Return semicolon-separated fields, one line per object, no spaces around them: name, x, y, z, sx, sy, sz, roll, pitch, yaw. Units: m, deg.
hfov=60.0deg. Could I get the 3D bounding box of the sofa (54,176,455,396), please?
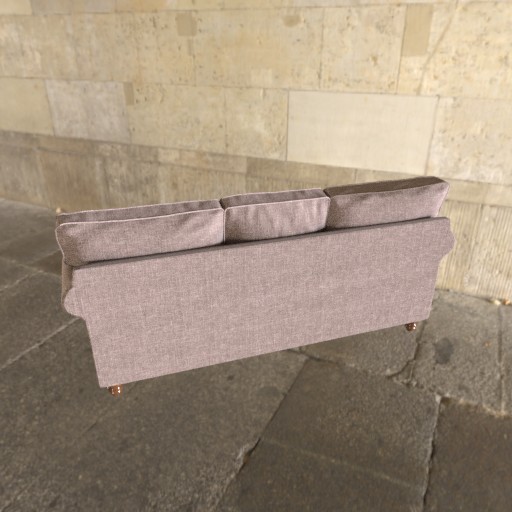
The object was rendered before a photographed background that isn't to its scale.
sofa;0.000;0.000;2.634;2.084;0.961;0.916;-8;27;-17
